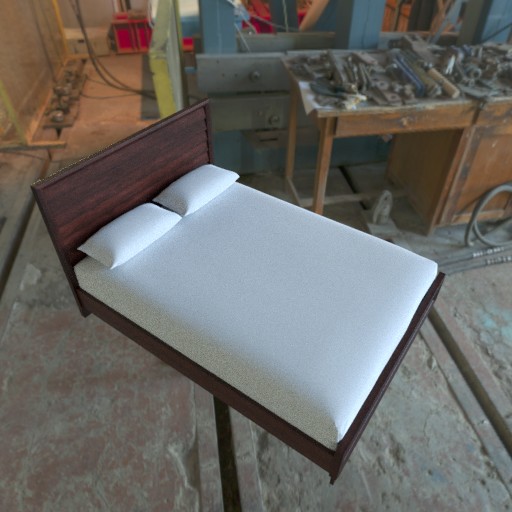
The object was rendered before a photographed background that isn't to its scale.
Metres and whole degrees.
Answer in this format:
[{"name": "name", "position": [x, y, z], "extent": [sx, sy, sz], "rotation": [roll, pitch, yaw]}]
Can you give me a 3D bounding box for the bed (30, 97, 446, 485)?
[{"name": "bed", "position": [0.000, 0.000, 3.859], "extent": [2.803, 1.492, 2.040], "rotation": [25, 48, 26]}]
